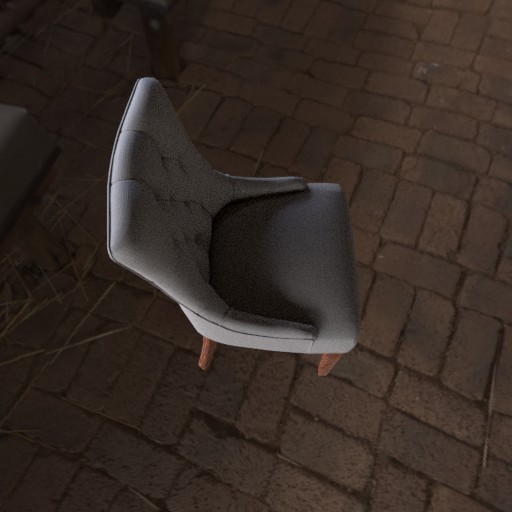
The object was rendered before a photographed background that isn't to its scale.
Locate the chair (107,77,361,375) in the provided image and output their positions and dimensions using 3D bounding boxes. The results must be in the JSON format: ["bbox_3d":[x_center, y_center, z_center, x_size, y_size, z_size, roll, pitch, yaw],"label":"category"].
[{"bbox_3d":[0.000,0.000,1.240,0.565,0.874,0.509,0,63,0],"label":"chair"}]
